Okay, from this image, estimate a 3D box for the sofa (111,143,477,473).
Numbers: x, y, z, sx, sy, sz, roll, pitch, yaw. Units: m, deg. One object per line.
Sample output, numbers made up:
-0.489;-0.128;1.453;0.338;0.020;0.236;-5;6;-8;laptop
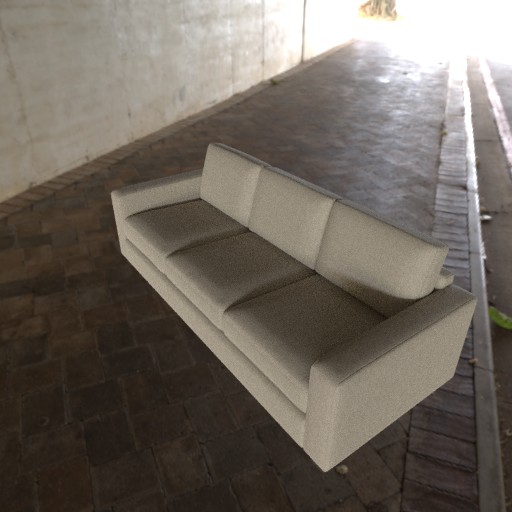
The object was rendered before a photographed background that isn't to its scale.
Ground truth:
0.000;0.000;2.558;0.900;0.800;2.160;-21;37;-30;sofa
